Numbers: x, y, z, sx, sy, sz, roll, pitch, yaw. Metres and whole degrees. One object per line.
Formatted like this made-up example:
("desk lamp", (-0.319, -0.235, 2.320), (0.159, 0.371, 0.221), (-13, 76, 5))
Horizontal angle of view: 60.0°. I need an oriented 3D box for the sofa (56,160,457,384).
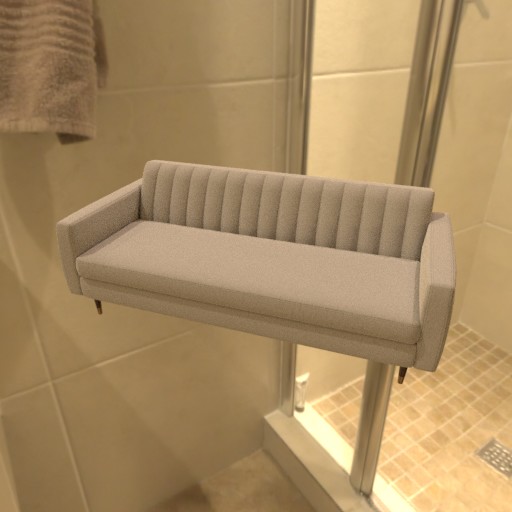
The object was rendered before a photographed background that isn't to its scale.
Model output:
("sofa", (0.000, 0.000, 2.797), (2.291, 0.821, 0.990), (9, 29, 17))
